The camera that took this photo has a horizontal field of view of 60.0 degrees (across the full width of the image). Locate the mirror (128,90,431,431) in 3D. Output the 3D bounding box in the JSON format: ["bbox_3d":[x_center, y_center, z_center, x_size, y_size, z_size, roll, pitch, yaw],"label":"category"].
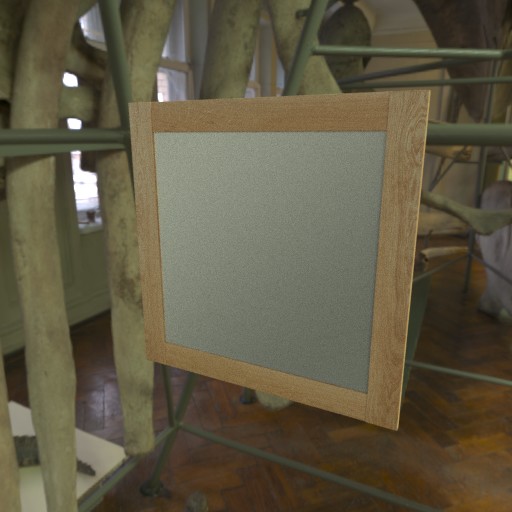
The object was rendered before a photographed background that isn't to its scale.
[{"bbox_3d":[0.000,0.000,1.186,0.800,0.800,0.020,8,17,26],"label":"mirror"}]
